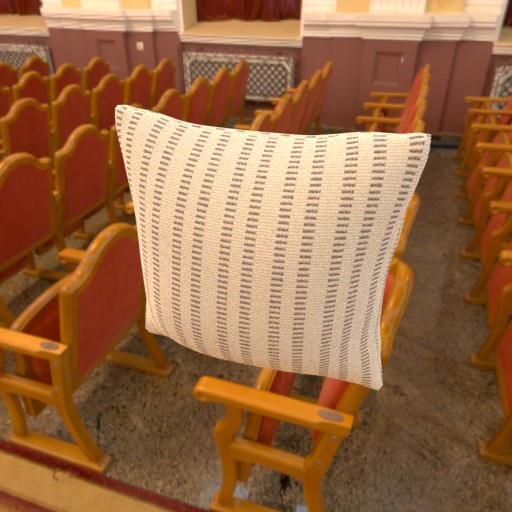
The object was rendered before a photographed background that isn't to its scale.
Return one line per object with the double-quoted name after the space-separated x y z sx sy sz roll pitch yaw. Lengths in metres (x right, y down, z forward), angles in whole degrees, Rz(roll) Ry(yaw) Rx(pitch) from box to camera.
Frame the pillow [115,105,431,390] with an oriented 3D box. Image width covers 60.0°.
0.000 0.000 0.681 0.438 0.419 0.247 11 33 17 "pillow"
